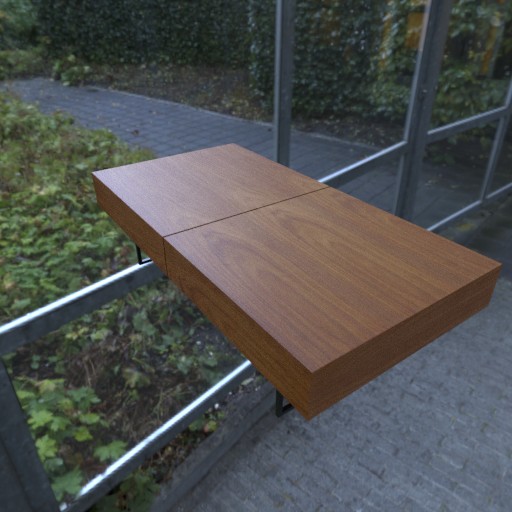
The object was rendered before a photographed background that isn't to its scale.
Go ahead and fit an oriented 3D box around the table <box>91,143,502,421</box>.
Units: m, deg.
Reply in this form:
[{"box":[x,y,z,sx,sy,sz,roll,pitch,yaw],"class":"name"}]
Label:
[{"box":[0.000,0.000,1.419,0.610,0.330,1.194,-20,37,-30],"class":"table"}]
